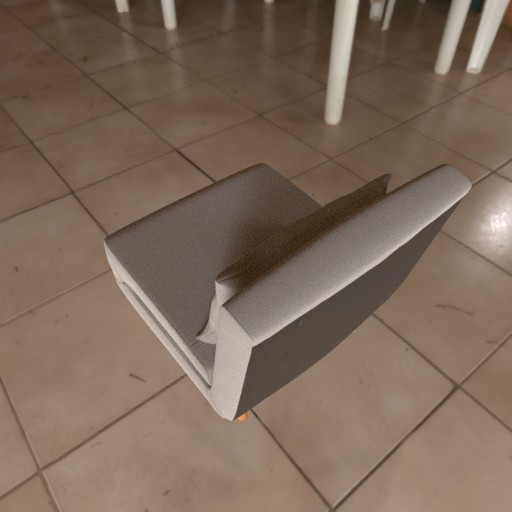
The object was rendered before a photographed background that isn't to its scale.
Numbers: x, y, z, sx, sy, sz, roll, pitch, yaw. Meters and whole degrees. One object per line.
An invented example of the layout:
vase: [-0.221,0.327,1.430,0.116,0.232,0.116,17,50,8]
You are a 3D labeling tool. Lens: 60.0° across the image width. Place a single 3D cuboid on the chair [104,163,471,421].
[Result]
chair: [0.000,0.000,1.504,0.770,0.808,0.902,-31,54,-26]
